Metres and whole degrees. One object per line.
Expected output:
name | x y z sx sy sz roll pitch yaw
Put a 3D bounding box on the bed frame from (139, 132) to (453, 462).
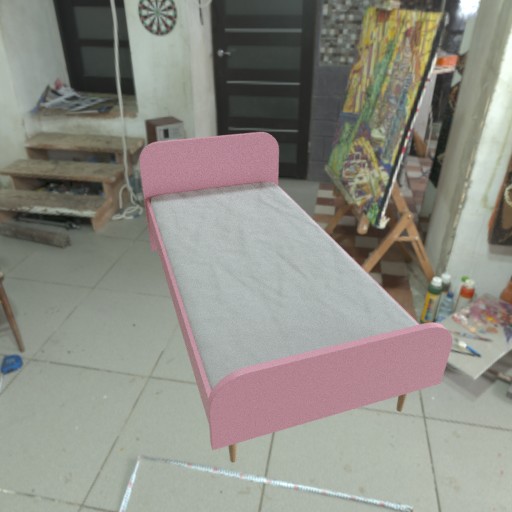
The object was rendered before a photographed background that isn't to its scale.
bed frame | 0.000 0.000 2.460 0.998 0.805 1.963 -10 32 -16
